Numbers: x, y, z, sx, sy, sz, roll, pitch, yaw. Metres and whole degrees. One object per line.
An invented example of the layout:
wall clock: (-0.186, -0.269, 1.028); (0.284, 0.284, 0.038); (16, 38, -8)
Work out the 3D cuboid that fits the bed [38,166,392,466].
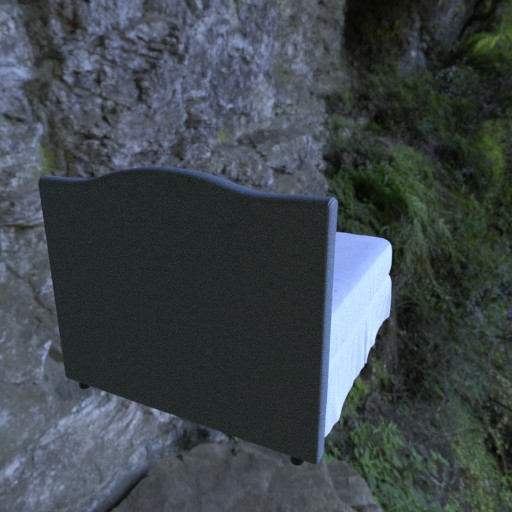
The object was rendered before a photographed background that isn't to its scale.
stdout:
bed: (0.000, 0.000, 3.248); (1.753, 1.460, 2.143); (8, 19, 25)
